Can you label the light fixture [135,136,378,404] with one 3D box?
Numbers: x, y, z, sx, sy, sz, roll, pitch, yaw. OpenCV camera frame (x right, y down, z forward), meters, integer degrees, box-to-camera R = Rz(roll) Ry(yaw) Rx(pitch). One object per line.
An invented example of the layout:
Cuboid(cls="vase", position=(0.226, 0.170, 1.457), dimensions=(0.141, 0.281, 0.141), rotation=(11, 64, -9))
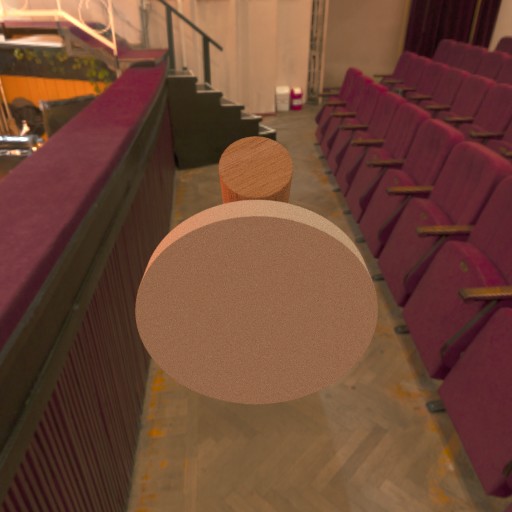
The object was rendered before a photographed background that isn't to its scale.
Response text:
Cuboid(cls="light fixture", position=(0.000, 0.000, 0.333), dimensions=(0.127, 0.199, 0.209), rotation=(0, 30, 0))
